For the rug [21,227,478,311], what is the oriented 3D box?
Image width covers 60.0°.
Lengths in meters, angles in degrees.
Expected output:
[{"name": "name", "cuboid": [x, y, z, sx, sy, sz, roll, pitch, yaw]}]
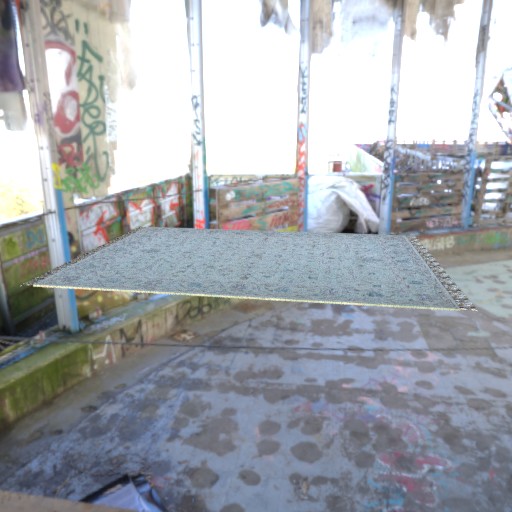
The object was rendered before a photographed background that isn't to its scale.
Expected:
[{"name": "rug", "cuboid": [0.000, 0.000, 2.297, 1.802, 0.008, 1.247, 2, 16, 9]}]
